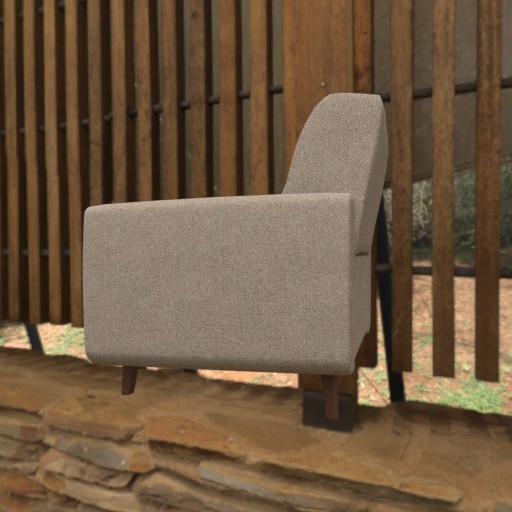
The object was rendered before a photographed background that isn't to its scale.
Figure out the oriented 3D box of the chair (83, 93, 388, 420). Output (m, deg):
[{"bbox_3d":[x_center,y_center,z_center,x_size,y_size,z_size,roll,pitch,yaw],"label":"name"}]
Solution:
[{"bbox_3d":[0.000,0.000,1.665,0.942,0.968,0.845,0,1,18],"label":"chair"}]
